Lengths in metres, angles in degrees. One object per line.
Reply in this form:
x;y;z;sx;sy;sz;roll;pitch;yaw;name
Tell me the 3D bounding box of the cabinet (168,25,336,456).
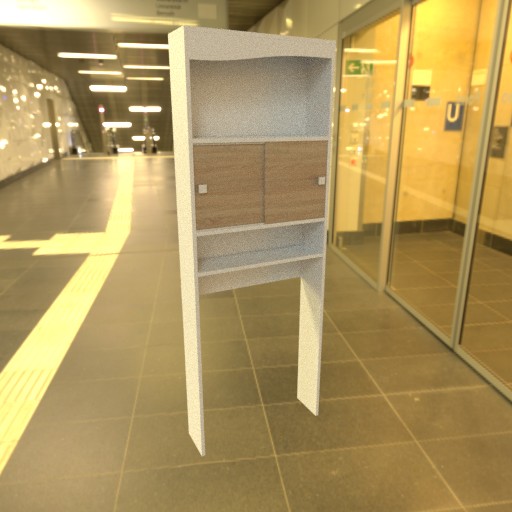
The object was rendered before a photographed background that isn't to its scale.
0.000;0.000;1.973;0.643;1.770;0.192;-9;19;-26;cabinet
